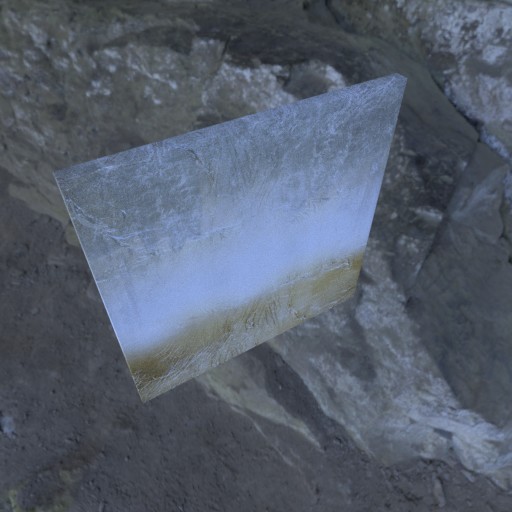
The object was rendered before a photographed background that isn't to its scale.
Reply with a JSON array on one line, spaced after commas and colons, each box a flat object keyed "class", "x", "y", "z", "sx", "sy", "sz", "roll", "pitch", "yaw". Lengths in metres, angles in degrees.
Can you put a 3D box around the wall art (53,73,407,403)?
[{"class": "wall art", "x": 0.000, "y": 0.000, "z": 1.620, "sx": 1.092, "sy": 1.091, "sz": 0.051, "roll": -23, "pitch": 50, "yaw": -21}]
